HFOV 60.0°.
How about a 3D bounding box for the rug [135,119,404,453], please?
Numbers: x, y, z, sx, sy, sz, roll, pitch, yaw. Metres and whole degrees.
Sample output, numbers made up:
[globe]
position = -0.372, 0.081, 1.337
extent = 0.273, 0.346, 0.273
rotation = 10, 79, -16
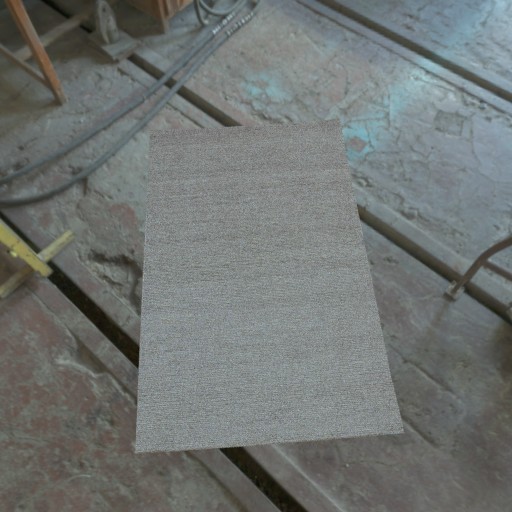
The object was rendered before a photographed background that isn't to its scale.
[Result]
[rug]
position = 0.000, 0.000, 2.281
extent = 1.154, 0.021, 1.792
rotation = -4, 64, -2
